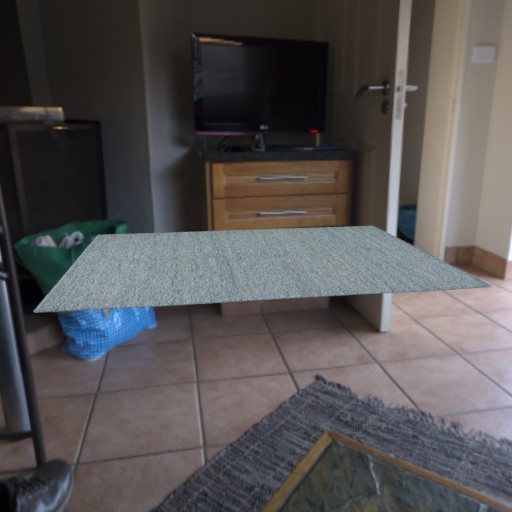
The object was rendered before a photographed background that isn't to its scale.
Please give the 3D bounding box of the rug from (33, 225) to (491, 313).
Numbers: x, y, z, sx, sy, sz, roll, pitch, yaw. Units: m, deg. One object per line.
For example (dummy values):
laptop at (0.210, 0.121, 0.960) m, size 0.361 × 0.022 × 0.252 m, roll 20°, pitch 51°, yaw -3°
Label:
rug at (0.000, 0.000, 2.905) m, size 2.283 × 0.013 × 1.547 m, roll -2°, pitch 16°, yaw -8°
